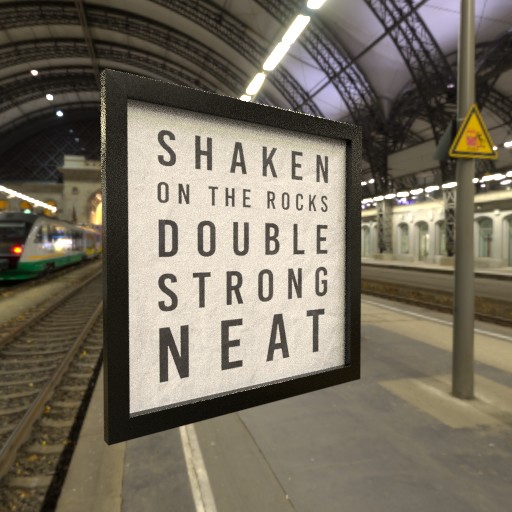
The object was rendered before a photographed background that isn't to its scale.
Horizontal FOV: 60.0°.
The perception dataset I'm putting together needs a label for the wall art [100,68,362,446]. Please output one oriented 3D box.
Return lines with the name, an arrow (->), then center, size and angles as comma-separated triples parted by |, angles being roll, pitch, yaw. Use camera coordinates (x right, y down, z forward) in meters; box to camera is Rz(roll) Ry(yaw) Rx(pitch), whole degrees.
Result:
wall art -> 0.000, 0.000, 0.517 | 0.349, 0.349, 0.014 | -1, 2, -36
